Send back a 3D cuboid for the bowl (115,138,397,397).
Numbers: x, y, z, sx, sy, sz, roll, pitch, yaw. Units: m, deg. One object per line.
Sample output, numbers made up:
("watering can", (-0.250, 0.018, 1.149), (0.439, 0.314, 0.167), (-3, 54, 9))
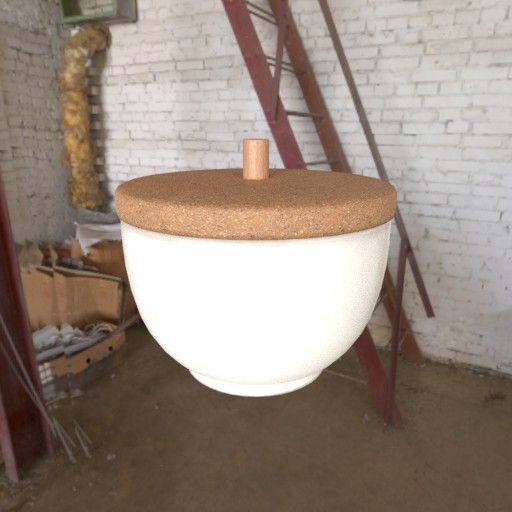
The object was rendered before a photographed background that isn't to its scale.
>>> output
("bowl", (0.000, 0.000, 0.216), (0.126, 0.110, 0.126), (0, 17, 0))
